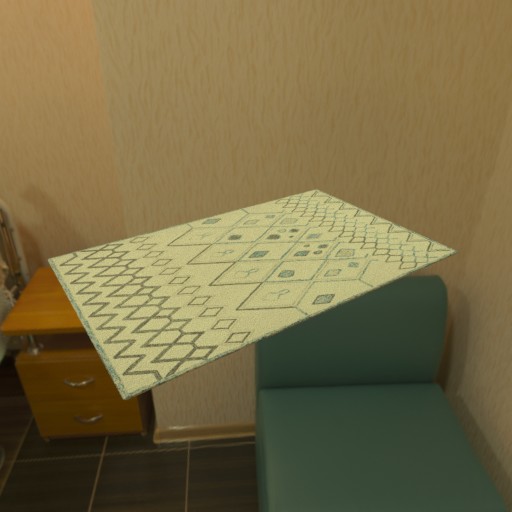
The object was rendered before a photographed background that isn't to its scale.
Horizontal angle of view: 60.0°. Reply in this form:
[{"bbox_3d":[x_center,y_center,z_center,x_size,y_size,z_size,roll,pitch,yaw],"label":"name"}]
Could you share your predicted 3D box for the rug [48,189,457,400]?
[{"bbox_3d":[0.000,0.000,3.102,2.439,0.015,1.524,-18,34,-29],"label":"rug"}]
